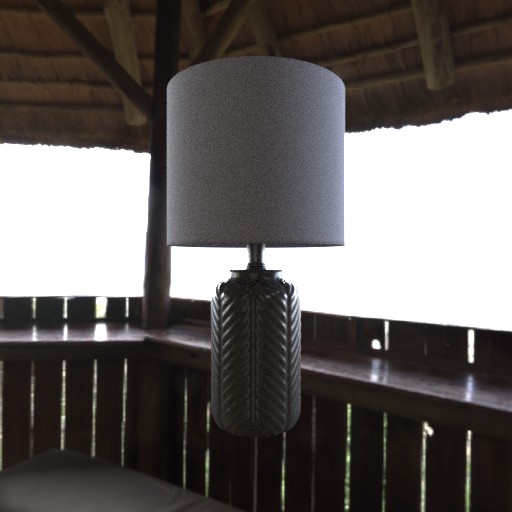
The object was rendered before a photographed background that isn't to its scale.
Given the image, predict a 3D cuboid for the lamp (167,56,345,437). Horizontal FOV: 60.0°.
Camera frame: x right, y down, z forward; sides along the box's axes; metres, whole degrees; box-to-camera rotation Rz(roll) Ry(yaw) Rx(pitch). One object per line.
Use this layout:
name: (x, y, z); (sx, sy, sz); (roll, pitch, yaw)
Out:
lamp: (0.000, 0.000, 0.515); (0.203, 0.389, 0.203); (0, 0, 15)
